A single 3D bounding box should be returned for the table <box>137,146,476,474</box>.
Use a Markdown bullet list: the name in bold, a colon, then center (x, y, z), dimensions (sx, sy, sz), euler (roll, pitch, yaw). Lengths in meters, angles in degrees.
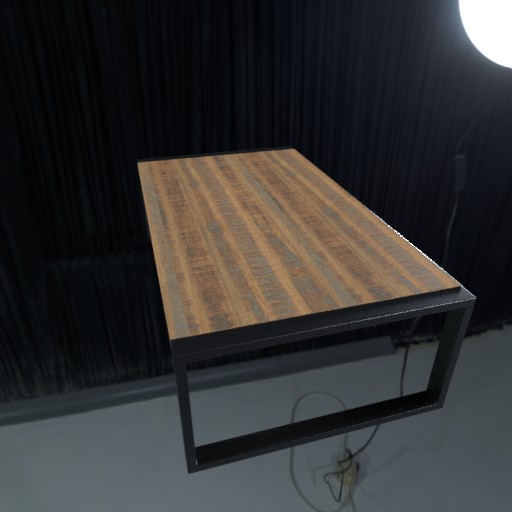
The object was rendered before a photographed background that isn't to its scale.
- **table**: center (0.000, 0.000, 1.671), dimensions (0.750, 0.400, 1.350), euler (-8, 31, -14)
